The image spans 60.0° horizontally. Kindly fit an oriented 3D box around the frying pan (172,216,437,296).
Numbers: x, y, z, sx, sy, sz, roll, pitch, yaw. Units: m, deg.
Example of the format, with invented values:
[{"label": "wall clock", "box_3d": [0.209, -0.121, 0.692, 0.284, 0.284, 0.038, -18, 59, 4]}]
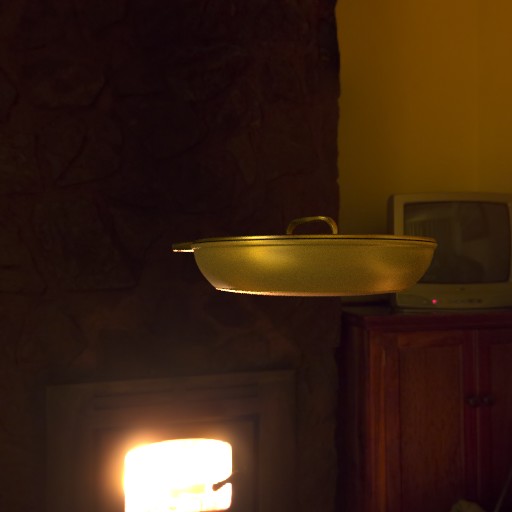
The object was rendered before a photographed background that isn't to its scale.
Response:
[{"label": "frying pan", "box_3d": [0.000, 0.000, 0.601, 0.272, 0.086, 0.490, 1, -1, -35]}]
